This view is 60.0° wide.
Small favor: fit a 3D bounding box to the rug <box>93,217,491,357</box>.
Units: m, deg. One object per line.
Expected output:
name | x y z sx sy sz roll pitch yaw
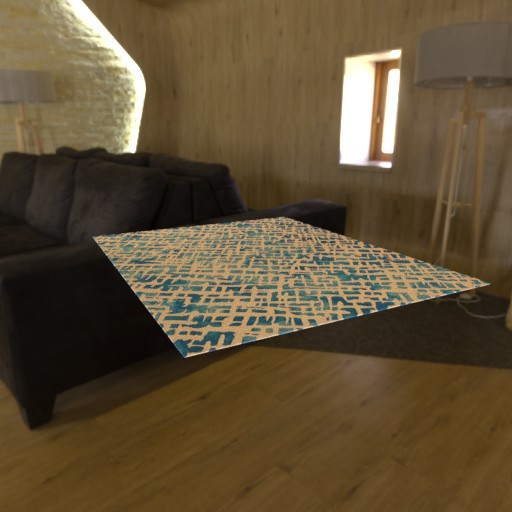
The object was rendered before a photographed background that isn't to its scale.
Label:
rug | 0.000 0.000 4.080 2.435 0.007 3.007 -8 18 -26
